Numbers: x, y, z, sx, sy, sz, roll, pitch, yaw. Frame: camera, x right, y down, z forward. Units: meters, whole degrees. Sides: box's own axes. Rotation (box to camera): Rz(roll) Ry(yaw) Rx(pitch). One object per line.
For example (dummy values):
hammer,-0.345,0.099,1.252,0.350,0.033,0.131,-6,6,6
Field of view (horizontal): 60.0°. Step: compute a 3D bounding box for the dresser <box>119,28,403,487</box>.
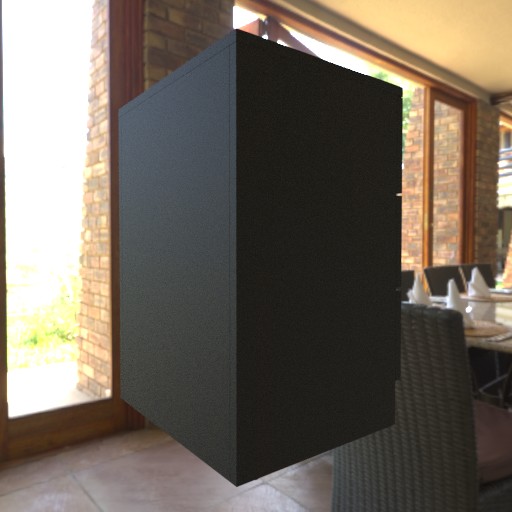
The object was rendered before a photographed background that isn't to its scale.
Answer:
dresser,0.000,0.000,0.806,0.360,0.560,0.400,-1,2,-37
